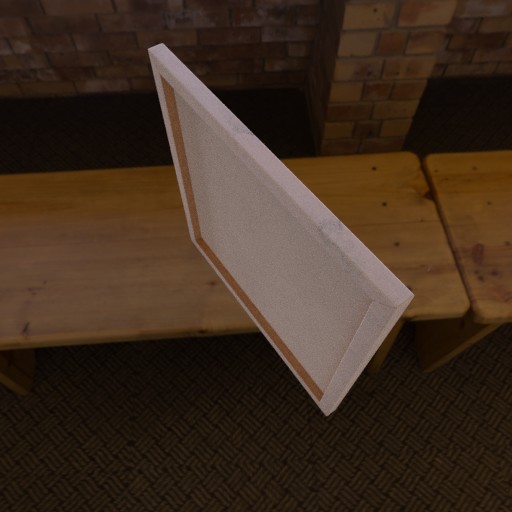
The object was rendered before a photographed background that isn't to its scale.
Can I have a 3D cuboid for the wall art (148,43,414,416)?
[{"bbox_3d":[0.000,0.000,1.140,0.038,0.762,0.762,-32,64,-18],"label":"wall art"}]
